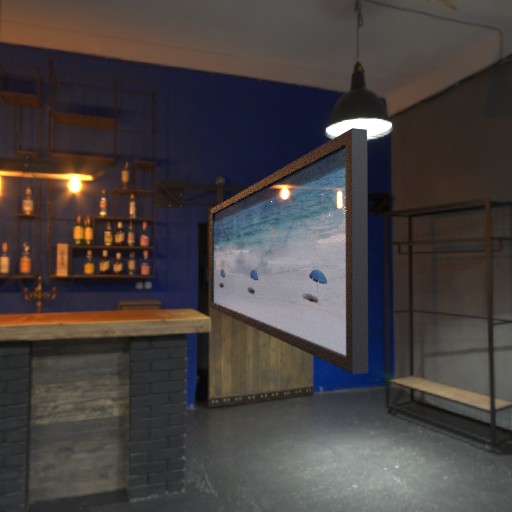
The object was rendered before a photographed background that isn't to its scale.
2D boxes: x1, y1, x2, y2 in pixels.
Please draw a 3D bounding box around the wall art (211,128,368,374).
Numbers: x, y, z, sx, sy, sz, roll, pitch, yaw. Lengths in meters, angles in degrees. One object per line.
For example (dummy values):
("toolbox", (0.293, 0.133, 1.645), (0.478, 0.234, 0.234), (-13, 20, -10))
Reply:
("wall art", (0.000, 0.000, 1.752), (0.041, 0.554, 1.572), (0, -1, -17))
